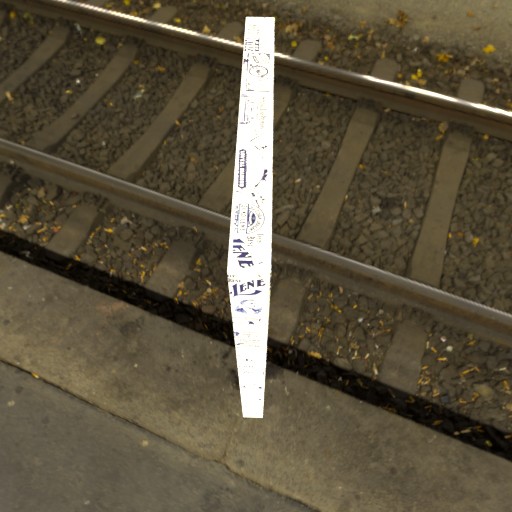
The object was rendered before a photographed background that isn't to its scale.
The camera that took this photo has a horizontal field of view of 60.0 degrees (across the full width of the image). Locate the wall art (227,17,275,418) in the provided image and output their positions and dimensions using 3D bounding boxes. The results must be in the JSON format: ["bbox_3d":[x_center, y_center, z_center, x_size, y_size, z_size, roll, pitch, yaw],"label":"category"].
[{"bbox_3d":[0.000,0.000,0.477,0.025,0.376,0.255,1,58,1],"label":"wall art"}]
